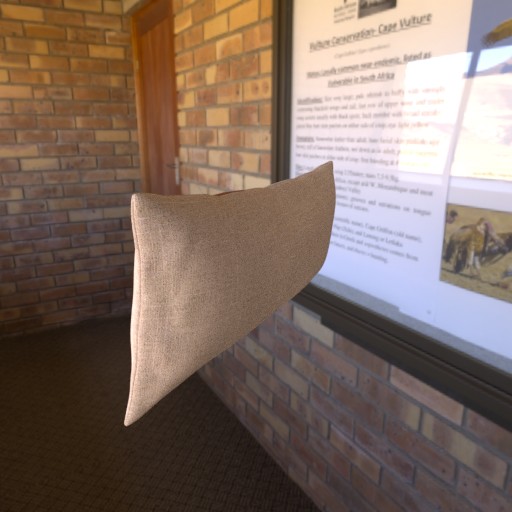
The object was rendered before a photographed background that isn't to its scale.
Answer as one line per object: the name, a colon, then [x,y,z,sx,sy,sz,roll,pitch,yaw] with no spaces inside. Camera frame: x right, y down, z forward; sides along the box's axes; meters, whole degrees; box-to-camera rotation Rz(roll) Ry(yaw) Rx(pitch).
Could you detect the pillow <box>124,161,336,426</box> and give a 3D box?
pillow: [0.000,0.000,0.741,0.155,0.282,0.612,8,17,26]
